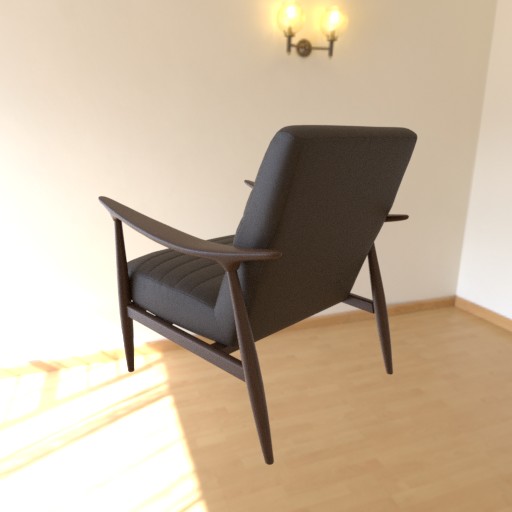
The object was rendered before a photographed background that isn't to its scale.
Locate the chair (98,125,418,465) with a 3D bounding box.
[{"bbox_3d":[0.000,0.000,1.471,0.741,0.831,0.798,-16,22,-43],"label":"chair"}]
